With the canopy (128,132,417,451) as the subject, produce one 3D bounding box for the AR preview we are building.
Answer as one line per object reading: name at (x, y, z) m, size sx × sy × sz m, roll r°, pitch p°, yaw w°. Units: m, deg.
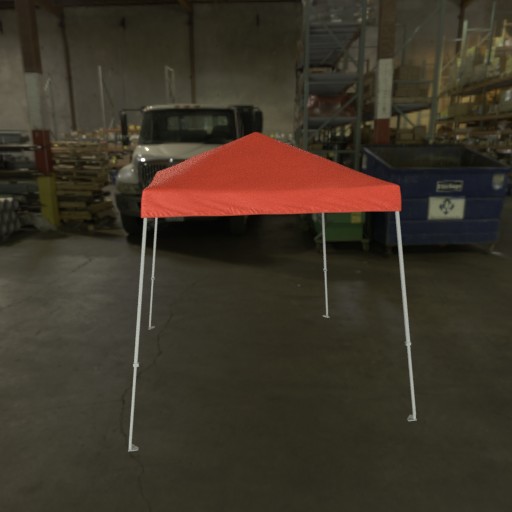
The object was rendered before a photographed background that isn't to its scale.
canopy at (0.000, 0.000, 5.291) m, size 2.849 × 2.850 × 2.850 m, roll -2°, pitch 15°, yaw -9°
